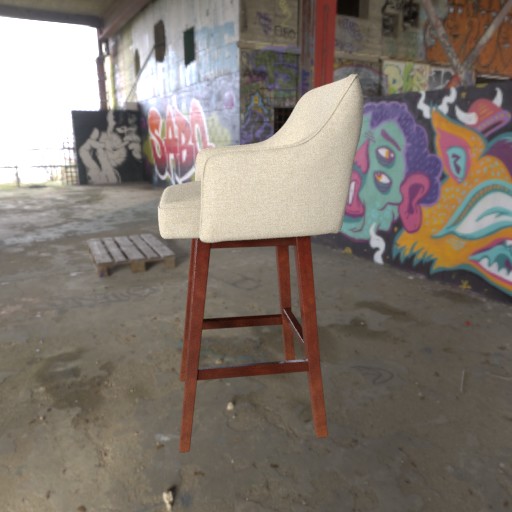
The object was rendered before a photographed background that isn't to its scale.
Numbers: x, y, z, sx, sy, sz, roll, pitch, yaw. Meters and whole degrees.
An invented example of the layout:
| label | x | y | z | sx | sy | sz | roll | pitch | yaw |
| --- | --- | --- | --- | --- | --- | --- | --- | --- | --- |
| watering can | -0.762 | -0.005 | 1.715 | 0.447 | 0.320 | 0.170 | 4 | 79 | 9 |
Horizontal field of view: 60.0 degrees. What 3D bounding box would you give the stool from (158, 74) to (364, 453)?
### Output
| label | x | y | z | sx | sy | sz | roll | pitch | yaw |
| --- | --- | --- | --- | --- | --- | --- | --- | --- | --- |
| stool | 0.000 | 0.000 | 1.379 | 0.560 | 1.041 | 0.550 | -2 | 15 | -9 |
